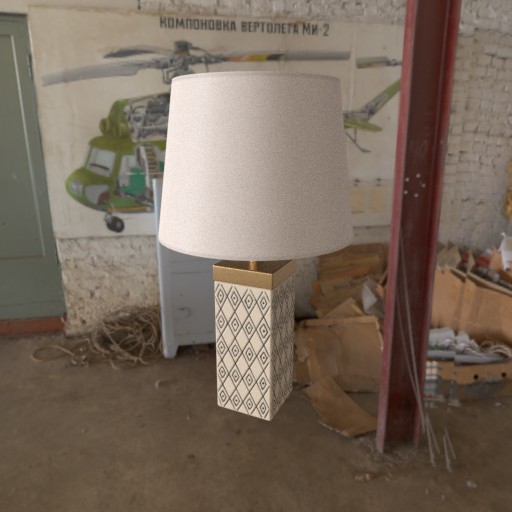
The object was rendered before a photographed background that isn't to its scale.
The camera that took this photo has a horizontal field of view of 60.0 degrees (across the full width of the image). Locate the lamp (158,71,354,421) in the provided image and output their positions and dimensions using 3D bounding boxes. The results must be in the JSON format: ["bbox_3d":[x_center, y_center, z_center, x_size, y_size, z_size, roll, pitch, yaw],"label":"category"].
[{"bbox_3d":[0.000,0.000,0.591,0.251,0.435,0.251,0,16,0],"label":"lamp"}]
